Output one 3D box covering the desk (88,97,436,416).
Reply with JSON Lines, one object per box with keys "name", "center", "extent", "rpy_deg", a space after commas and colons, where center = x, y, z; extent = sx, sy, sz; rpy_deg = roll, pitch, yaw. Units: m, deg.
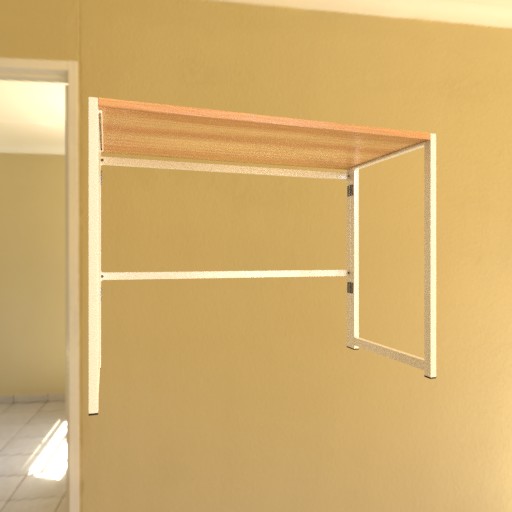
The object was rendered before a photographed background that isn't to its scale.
{"name": "desk", "center": [0.000, 0.000, 1.457], "extent": [1.016, 0.762, 0.508], "rpy_deg": [0, 0, -19]}
